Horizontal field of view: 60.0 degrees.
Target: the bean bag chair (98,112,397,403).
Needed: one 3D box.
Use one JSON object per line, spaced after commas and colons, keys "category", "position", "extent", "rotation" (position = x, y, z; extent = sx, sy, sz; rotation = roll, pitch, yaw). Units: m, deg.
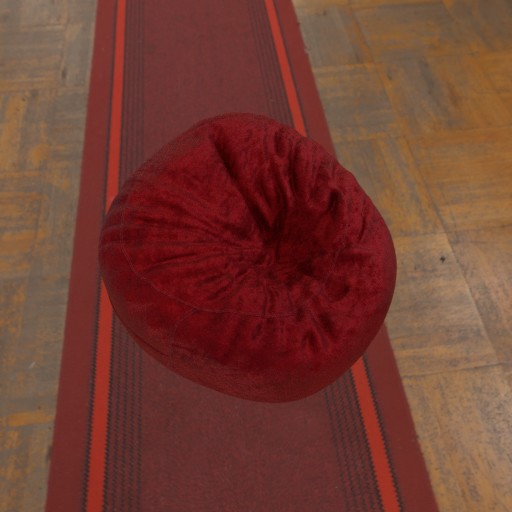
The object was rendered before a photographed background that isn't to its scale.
{"category": "bean bag chair", "position": [0.000, 0.000, 2.470], "extent": [1.524, 0.878, 1.524], "rotation": [33, 64, 19]}
